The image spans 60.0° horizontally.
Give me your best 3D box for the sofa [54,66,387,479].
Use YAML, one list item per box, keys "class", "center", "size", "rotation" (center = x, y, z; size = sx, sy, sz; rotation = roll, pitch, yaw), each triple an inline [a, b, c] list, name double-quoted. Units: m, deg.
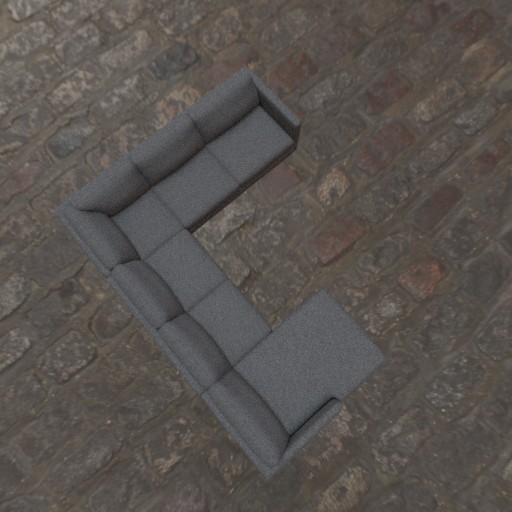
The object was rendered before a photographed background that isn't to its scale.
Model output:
- class: "sofa"
  center: [0.000, 0.000, 4.503]
  size: [2.551, 0.853, 3.238]
  rotation: [-40, 80, -9]
